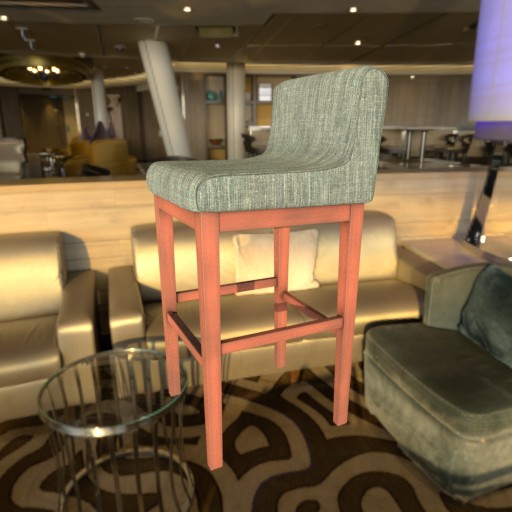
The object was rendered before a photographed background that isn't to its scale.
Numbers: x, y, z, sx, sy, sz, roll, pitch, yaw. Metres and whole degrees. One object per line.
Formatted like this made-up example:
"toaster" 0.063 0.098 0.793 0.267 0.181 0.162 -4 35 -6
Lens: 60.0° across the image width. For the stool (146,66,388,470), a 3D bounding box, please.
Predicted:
"stool" 0.000 0.000 1.233 0.499 0.965 0.426 -8 18 -25
